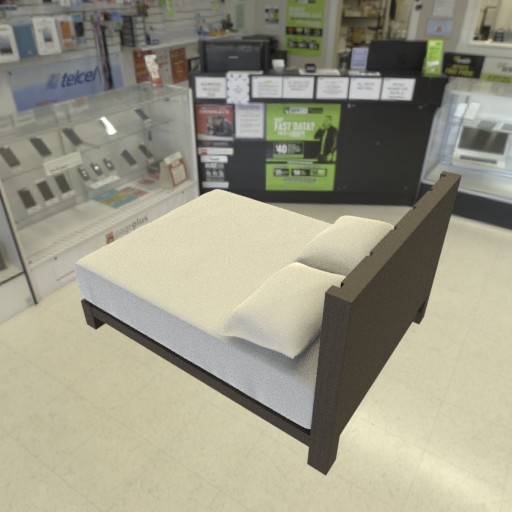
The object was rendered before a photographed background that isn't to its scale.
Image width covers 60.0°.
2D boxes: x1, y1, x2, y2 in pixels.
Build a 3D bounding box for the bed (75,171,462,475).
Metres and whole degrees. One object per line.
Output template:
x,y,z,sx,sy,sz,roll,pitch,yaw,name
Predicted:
0.000,0.000,3.351,2.242,1.270,1.727,21,38,30,bed
